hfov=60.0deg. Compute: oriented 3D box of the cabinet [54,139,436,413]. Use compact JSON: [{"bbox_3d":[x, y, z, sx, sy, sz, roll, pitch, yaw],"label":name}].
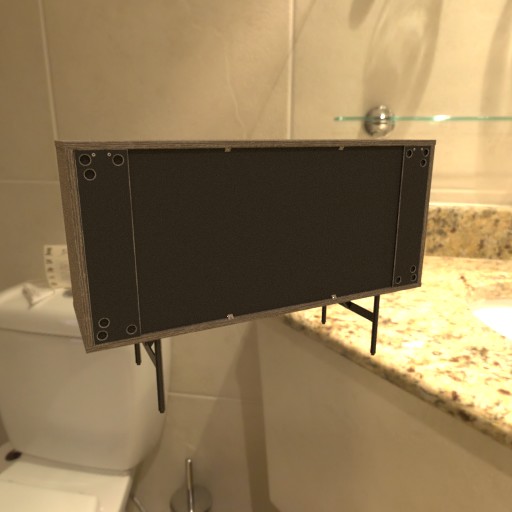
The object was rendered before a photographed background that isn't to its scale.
[{"bbox_3d":[0.000,0.000,1.554,1.194,0.787,0.405,-7,17,-26],"label":"cabinet"}]
